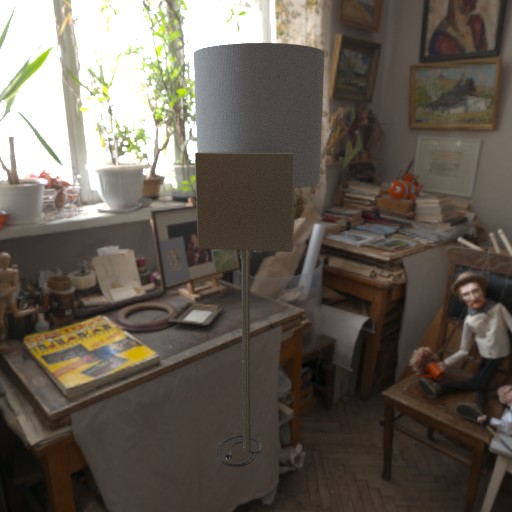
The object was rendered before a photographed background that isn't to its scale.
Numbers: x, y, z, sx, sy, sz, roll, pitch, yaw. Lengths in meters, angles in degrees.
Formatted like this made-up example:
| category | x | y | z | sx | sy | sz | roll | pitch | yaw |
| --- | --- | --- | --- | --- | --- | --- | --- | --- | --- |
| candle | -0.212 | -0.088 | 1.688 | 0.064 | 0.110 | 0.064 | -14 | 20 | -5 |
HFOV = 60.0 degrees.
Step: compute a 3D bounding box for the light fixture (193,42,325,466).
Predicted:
| category | x | y | z | sx | sy | sz | roll | pitch | yaw |
| --- | --- | --- | --- | --- | --- | --- | --- | --- | --- |
| light fixture | 0.000 | 0.000 | 0.694 | 0.188 | 0.589 | 0.248 | 2 | 16 | 7 |
